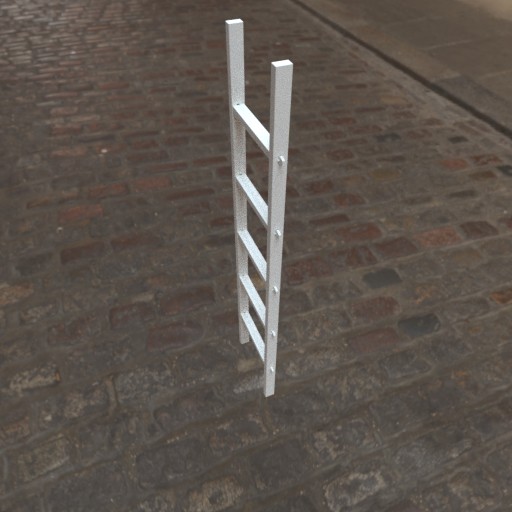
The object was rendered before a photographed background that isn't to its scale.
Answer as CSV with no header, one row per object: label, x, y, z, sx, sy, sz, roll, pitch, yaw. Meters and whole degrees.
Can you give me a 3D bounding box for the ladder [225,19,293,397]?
ladder,0.000,0.000,1.944,0.051,1.797,0.452,-16,47,-16
